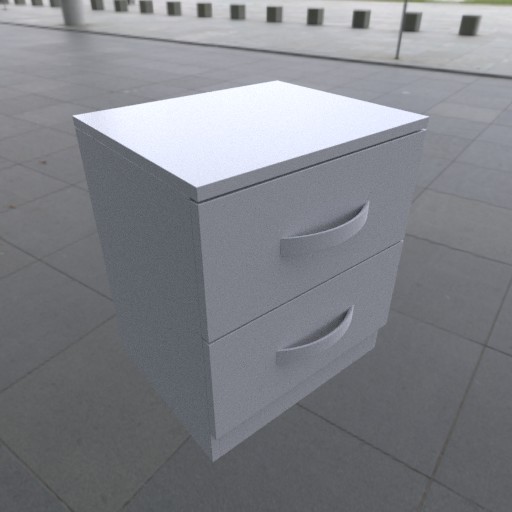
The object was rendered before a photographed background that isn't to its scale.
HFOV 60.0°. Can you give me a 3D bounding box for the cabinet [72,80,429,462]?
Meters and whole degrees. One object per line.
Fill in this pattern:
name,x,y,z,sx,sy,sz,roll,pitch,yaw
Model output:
cabinet,0.000,0.000,0.763,0.400,0.470,0.360,-24,39,-32
